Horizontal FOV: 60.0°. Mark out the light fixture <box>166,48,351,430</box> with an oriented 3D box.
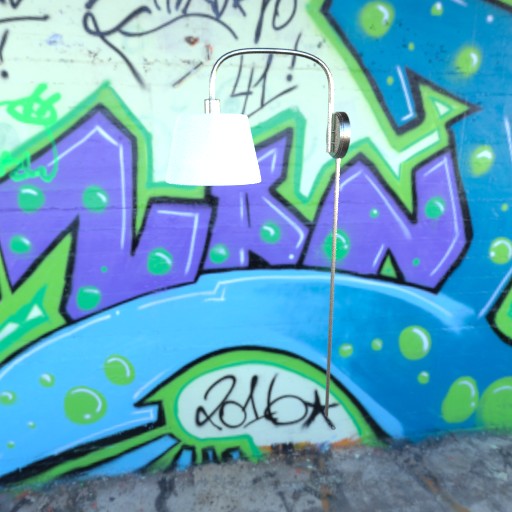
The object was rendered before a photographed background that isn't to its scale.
[{"bbox_3d":[0.000,0.000,0.461,0.176,0.399,0.092,-3,15,-10],"label":"light fixture"}]
